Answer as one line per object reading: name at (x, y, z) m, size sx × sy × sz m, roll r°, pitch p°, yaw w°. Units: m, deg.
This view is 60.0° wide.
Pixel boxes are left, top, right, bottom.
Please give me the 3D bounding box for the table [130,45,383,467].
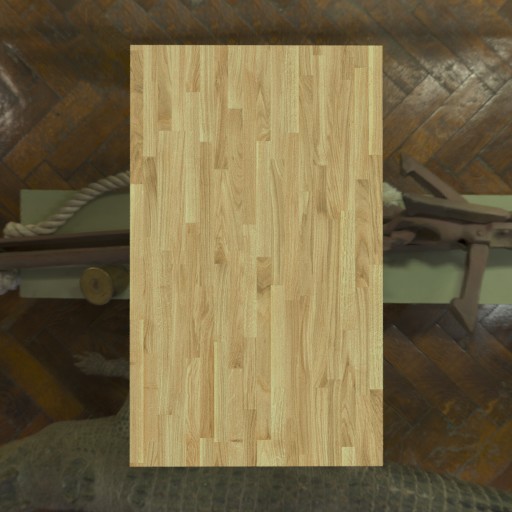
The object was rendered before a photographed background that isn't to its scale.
table at (0.000, 0.000, 1.963) m, size 0.900 × 0.770 × 1.500 m, roll 0°, pitch 90°, yaw 0°
